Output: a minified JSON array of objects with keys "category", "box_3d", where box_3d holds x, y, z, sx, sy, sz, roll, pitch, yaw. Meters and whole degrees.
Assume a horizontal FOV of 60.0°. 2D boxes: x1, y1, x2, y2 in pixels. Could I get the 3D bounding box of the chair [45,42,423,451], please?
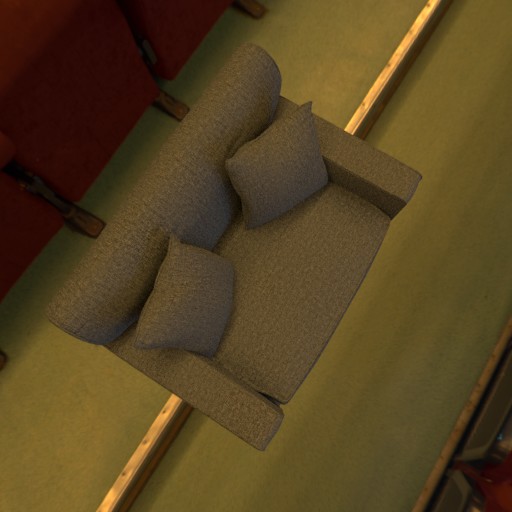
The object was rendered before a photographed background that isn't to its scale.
[{"category":"chair","box_3d":[0.000,0.000,2.066,1.000,0.948,1.383,31,79,7]}]
